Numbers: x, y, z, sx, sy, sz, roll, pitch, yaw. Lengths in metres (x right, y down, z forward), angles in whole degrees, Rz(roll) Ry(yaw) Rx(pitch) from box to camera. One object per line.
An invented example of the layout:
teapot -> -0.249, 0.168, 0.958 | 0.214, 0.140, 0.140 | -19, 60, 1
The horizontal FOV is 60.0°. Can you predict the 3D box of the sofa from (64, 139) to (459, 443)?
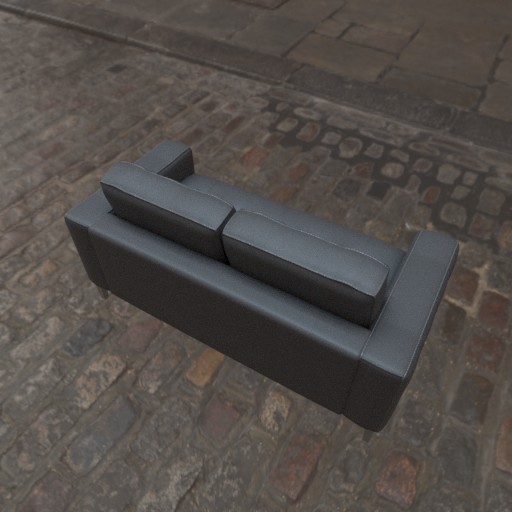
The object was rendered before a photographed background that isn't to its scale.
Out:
sofa -> 0.000, 0.000, 2.207 | 1.726, 0.893, 0.833 | 23, 51, 21
